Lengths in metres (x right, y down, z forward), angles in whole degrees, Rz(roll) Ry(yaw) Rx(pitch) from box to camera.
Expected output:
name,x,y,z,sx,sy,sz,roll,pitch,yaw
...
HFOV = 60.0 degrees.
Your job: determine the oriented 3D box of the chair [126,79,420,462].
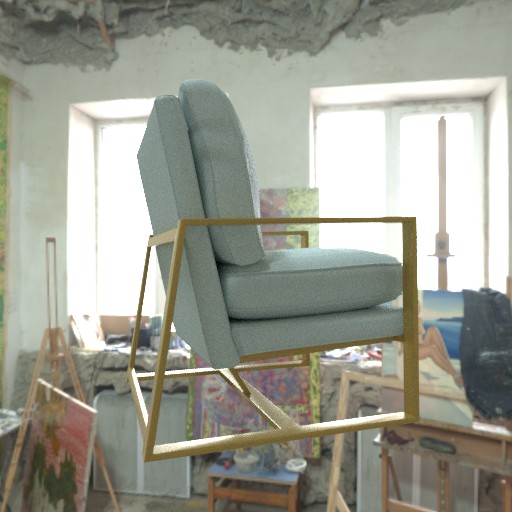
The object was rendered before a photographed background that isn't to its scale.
name,x,y,z,sx,sy,sz,roll,pitch,yaw
chair,0.000,0.000,1.511,0.813,0.956,0.758,0,0,-19
